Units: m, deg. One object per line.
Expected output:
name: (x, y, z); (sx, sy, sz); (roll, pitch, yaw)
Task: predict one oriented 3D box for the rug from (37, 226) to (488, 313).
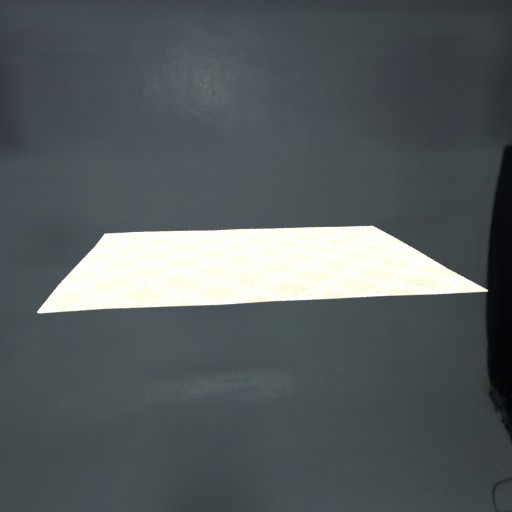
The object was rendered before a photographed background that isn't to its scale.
rug: (0.000, 0.000, 2.775); (2.135, 0.013, 1.524); (-2, 16, -7)
